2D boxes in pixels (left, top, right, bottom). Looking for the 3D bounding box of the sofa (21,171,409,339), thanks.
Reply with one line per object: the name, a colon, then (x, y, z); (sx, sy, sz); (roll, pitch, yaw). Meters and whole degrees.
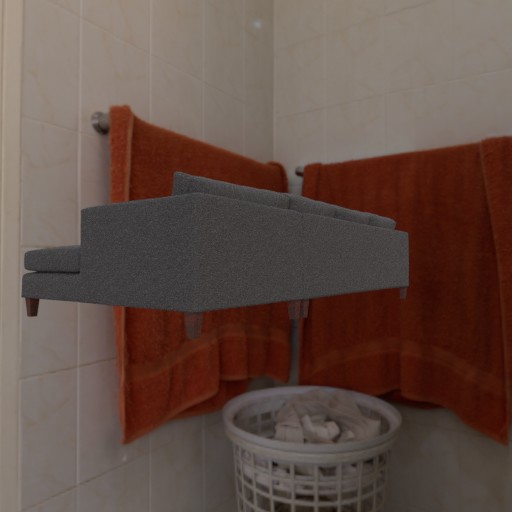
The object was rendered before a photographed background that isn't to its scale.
sofa: (0.000, 0.000, 3.802); (1.625, 0.846, 3.186); (-1, -1, 36)
